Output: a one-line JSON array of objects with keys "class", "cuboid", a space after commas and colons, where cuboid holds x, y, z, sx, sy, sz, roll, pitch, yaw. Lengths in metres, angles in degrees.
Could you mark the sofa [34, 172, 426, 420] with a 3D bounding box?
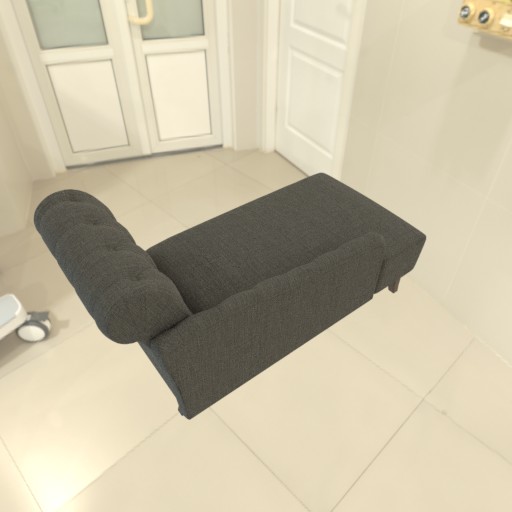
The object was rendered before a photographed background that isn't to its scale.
[{"class": "sofa", "cuboid": [0.000, 0.000, 1.791, 1.379, 0.787, 0.675, -27, 49, -27]}]
